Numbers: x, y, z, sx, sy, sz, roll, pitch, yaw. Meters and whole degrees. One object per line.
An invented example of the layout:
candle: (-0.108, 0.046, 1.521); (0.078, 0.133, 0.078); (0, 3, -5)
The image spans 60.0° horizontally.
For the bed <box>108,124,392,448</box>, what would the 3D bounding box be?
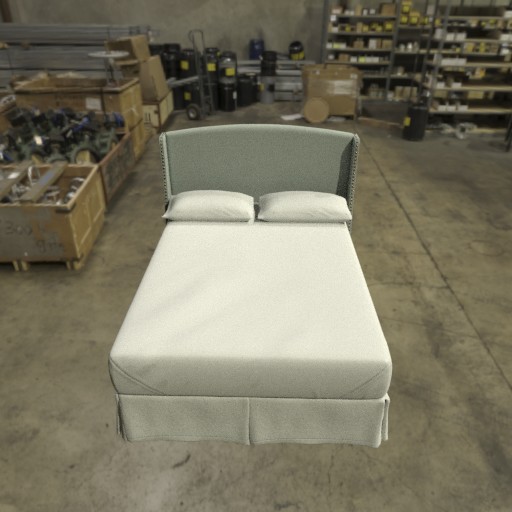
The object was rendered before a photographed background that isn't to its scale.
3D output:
bed: (0.000, 0.000, 3.286); (1.710, 1.407, 2.237); (1, 30, 1)
